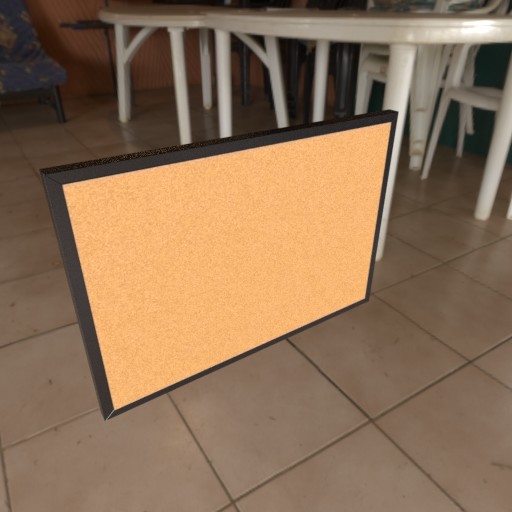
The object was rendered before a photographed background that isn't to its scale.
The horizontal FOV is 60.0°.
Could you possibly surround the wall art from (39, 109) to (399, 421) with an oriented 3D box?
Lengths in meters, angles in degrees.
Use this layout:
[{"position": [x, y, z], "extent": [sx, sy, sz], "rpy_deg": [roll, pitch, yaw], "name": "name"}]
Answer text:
[{"position": [0.000, 0.000, 0.837], "extent": [0.657, 0.458, 0.027], "rpy_deg": [-18, 35, -28], "name": "wall art"}]
